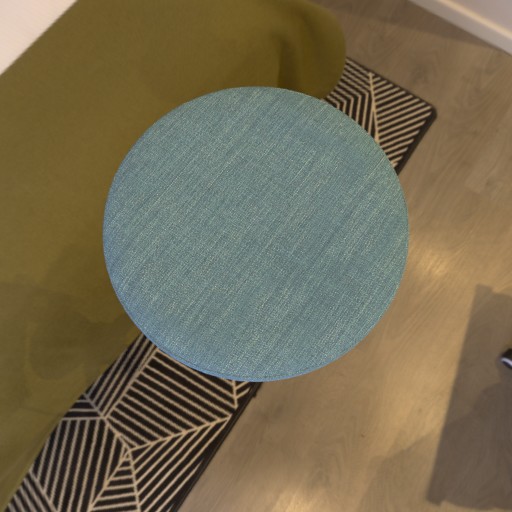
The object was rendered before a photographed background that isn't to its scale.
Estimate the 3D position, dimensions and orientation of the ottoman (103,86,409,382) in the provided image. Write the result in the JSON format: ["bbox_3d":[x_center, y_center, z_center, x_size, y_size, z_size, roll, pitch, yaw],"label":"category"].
[{"bbox_3d":[0.000,0.000,0.744,0.398,0.406,0.398,0,76,0],"label":"ottoman"}]
